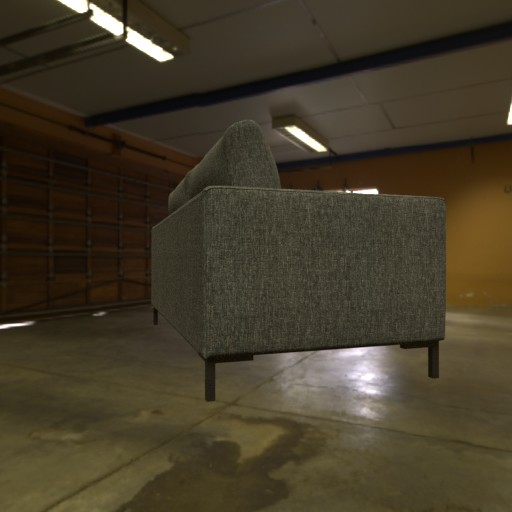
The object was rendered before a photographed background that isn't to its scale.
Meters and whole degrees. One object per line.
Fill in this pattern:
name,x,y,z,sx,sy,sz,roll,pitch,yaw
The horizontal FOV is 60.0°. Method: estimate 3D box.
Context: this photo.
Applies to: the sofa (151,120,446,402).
sofa,0.000,0.000,2.192,0.866,0.862,1.716,0,-1,-18
